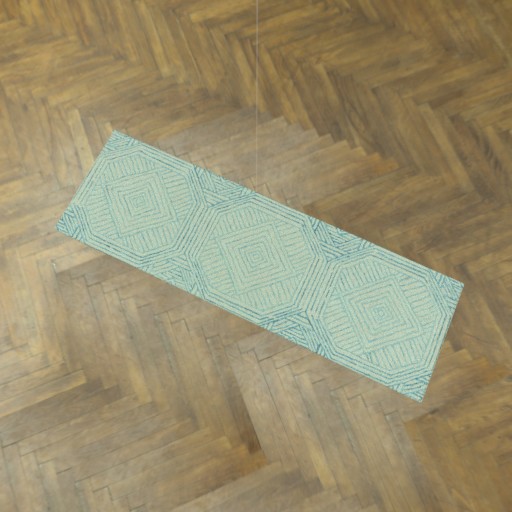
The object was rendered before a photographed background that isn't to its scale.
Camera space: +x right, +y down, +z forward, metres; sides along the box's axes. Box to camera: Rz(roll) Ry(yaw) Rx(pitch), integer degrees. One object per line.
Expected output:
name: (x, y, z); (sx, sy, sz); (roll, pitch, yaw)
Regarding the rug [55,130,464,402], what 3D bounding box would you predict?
rug: (0.000, 0.000, 2.752); (2.452, 0.012, 0.775); (25, 77, 6)
